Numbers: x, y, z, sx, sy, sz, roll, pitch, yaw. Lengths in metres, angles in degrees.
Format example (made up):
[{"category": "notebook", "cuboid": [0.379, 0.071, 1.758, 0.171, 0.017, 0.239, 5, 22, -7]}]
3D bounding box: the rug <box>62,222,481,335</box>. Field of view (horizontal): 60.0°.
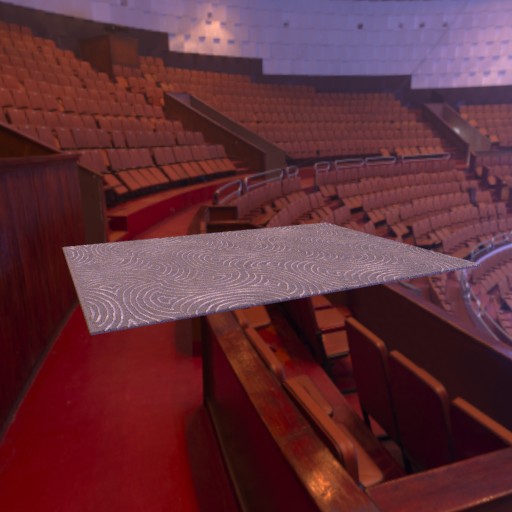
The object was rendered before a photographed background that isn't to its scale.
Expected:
[{"category": "rug", "cuboid": [0.000, 0.000, 2.774, 2.144, 0.015, 1.543, -7, 16, -26]}]
